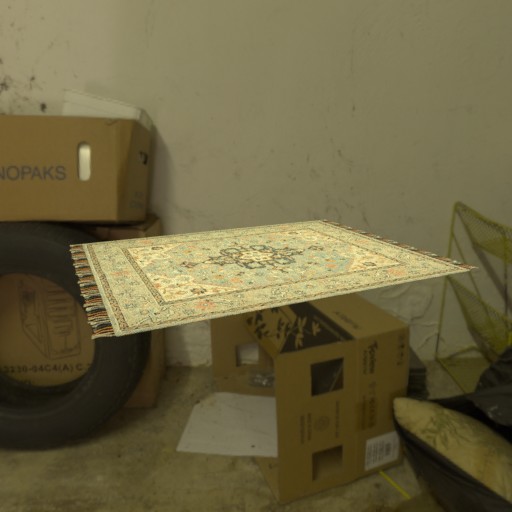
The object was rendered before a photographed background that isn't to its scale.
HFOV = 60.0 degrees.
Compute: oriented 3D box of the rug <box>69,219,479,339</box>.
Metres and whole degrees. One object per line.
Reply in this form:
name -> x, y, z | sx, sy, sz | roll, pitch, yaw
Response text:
rug -> 0.000, 0.000, 3.505 | 2.651, 0.010, 1.971 | -7, 18, -24
